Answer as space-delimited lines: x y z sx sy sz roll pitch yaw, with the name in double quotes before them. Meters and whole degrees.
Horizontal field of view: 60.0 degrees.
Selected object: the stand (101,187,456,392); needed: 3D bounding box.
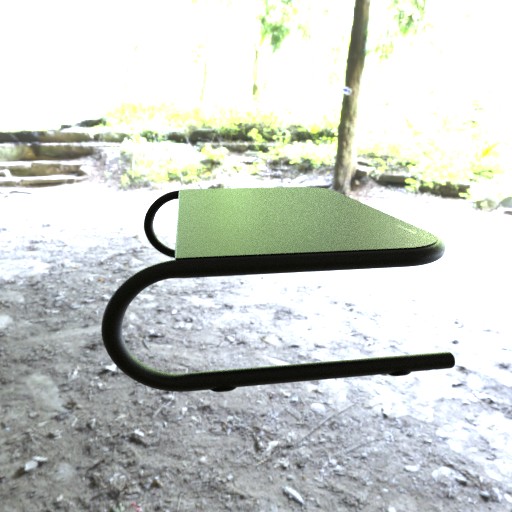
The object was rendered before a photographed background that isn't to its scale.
"stand" 0.000 0.000 0.507 0.280 0.108 0.370 -3 17 -9
